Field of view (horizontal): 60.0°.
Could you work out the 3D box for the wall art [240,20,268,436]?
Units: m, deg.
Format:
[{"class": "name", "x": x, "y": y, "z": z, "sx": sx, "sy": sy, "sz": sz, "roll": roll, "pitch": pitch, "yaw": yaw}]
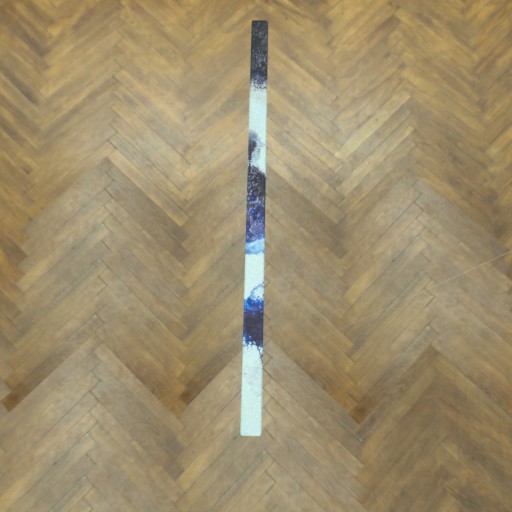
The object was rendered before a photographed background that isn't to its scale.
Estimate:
[{"class": "wall art", "x": 0.000, "y": 0.000, "z": 1.329, "sx": 0.038, "sy": 0.885, "sz": 0.887, "roll": 1, "pitch": 76, "yaw": 0}]
